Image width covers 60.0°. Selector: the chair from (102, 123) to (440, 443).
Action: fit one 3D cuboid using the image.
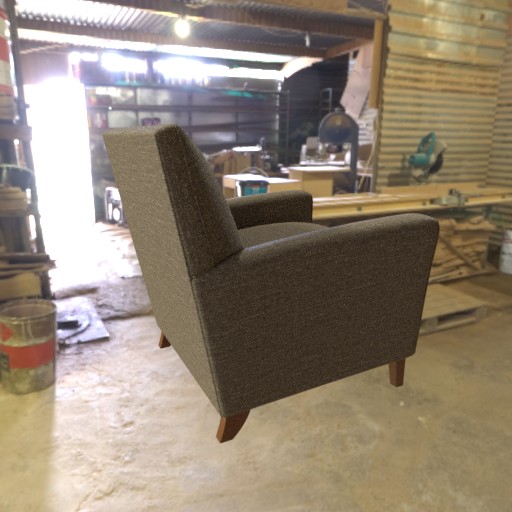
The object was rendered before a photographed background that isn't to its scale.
[{"bbox_3d":[0.000,0.000,1.588,0.875,0.885,0.838,-7,17,-26],"label":"chair"}]
